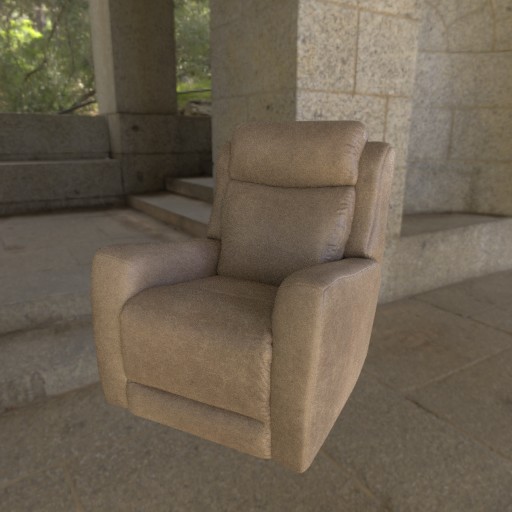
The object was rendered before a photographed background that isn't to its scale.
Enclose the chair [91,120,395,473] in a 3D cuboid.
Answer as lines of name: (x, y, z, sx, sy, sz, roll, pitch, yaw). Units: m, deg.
chair: (0.000, 0.000, 1.885, 0.967, 1.116, 1.068, 8, 18, 27)
